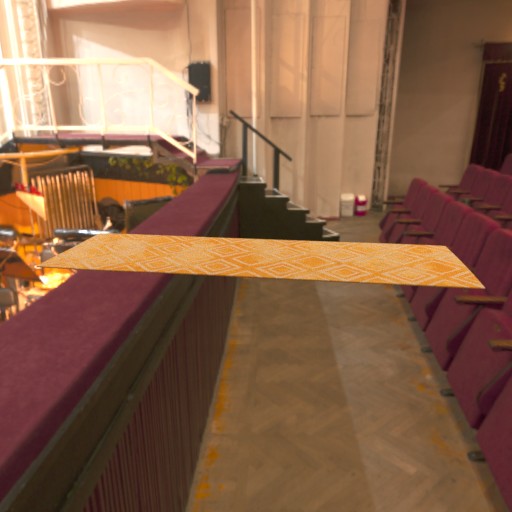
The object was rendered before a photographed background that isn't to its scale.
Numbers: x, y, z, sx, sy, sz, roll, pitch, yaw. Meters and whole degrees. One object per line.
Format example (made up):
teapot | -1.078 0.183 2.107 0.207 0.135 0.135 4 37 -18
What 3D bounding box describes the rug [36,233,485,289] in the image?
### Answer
rug | 0.000 0.000 2.737 2.438 0.010 0.775 2 18 8
